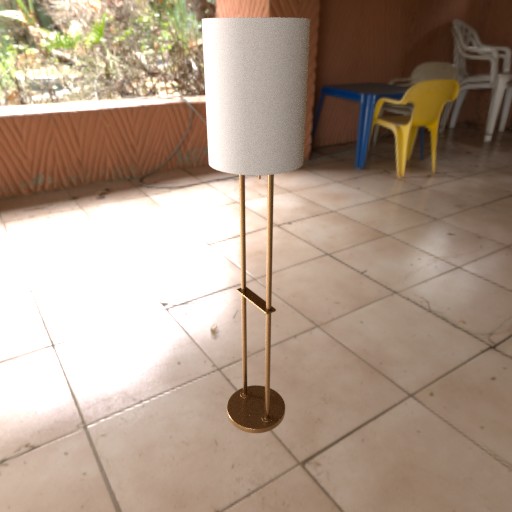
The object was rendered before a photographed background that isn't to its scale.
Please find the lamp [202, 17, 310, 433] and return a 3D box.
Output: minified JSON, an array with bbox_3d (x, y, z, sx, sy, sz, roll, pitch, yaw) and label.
[{"bbox_3d":[0.000,0.000,1.590,0.305,1.500,0.306,-17,31,-30],"label":"lamp"}]
